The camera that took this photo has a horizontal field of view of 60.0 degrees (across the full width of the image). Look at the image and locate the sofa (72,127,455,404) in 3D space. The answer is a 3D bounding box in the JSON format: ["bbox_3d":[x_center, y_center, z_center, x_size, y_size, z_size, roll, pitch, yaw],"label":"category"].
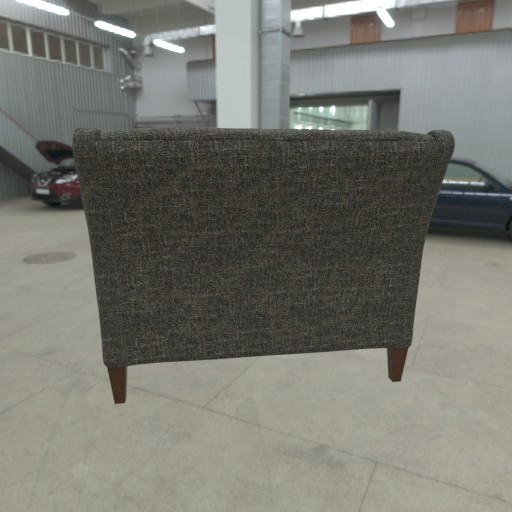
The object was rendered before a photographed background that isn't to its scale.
[{"bbox_3d":[0.000,0.000,1.895,1.242,1.021,0.870,-2,14,-8],"label":"sofa"}]
